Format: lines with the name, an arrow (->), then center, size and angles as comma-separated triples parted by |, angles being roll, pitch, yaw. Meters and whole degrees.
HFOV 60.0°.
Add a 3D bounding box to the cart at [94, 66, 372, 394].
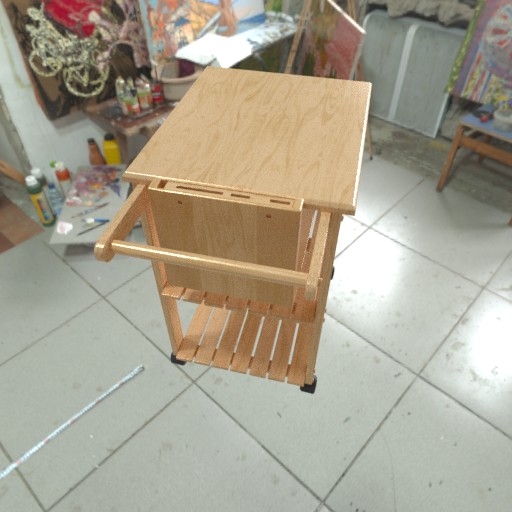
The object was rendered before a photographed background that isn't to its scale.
cart -> 0.000, 0.000, 1.371 | 0.520, 0.816, 0.843 | 10, 46, 10
